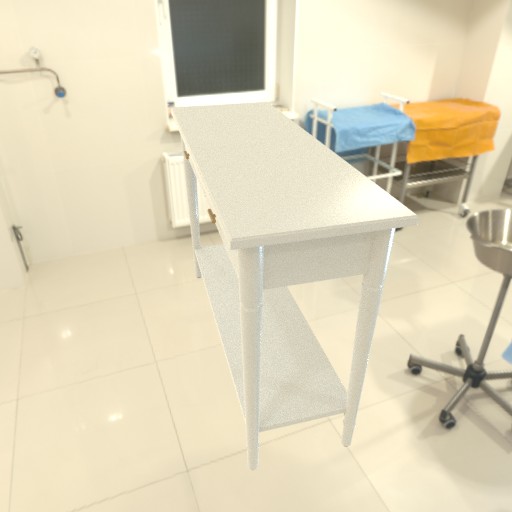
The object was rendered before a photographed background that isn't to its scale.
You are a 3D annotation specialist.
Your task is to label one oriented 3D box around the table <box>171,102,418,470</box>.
[{"bbox_3d":[0.000,0.000,1.467,0.381,0.749,1.067,-8,32,-13],"label":"table"}]
